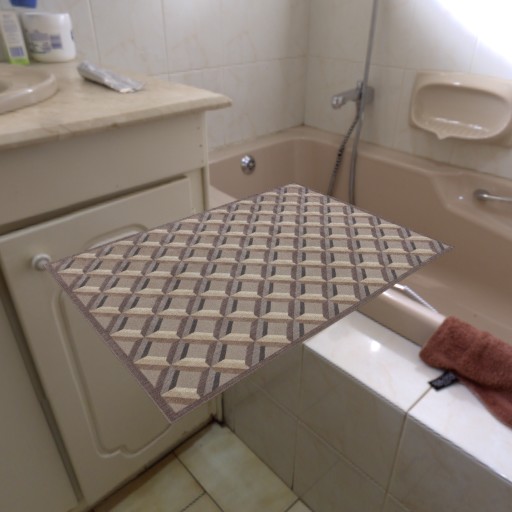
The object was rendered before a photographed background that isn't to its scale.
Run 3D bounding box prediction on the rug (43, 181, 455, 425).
[{"bbox_3d":[0.000,0.000,2.956,2.260,0.013,1.600,-23,38,-34],"label":"rug"}]
